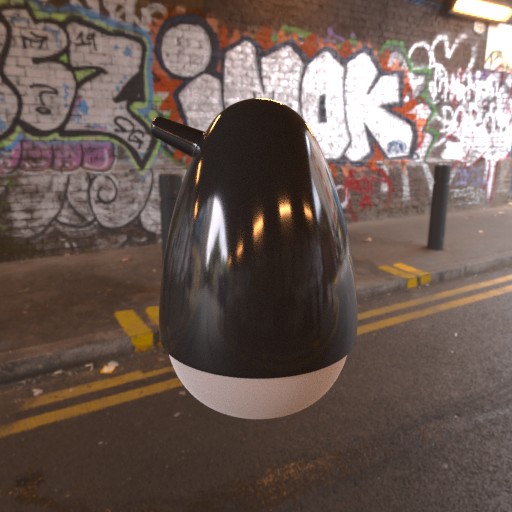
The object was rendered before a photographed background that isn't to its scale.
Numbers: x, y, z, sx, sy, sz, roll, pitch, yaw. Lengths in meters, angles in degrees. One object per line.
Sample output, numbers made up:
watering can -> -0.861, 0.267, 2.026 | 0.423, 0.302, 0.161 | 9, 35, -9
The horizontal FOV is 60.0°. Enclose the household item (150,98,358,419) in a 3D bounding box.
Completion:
household item -> 0.000, 0.000, 0.225 | 0.104, 0.152, 0.102 | 2, 14, 9
